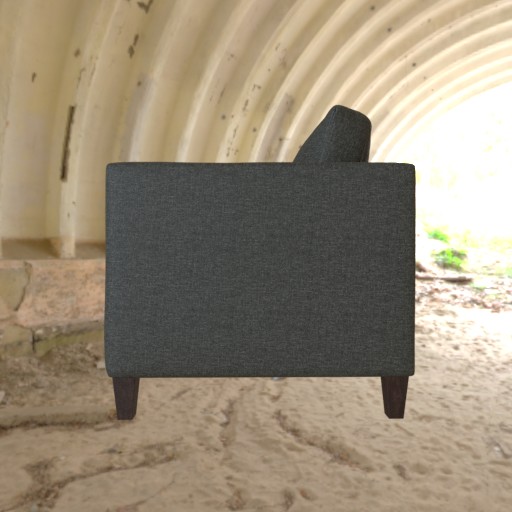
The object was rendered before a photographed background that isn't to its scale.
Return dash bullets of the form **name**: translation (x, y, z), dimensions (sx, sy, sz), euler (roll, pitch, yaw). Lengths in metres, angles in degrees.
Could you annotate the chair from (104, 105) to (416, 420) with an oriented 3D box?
- **chair**: translation (0.000, 0.000, 1.825), dimensions (0.959, 0.963, 1.107), euler (0, 1, -1)
